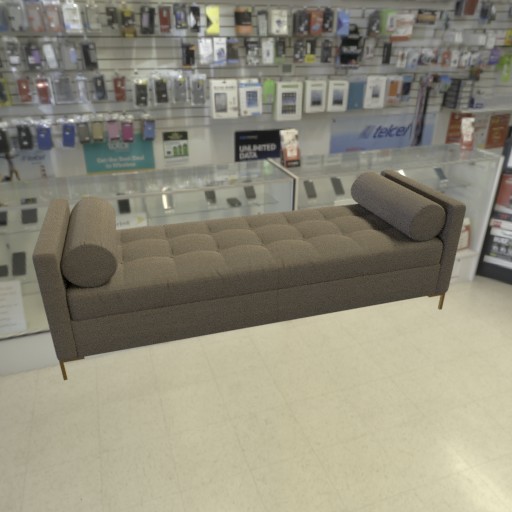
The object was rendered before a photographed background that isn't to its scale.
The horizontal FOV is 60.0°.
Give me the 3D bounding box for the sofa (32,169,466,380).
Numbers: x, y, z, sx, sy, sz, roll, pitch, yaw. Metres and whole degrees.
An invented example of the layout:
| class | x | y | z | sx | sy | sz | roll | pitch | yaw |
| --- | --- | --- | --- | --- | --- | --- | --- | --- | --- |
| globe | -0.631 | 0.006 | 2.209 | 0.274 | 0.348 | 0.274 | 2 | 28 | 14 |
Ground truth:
| class | x | y | z | sx | sy | sz | roll | pitch | yaw |
| --- | --- | --- | --- | --- | --- | --- | --- | --- | --- |
| sofa | 0.000 | 0.000 | 2.350 | 1.981 | 0.635 | 0.686 | -8 | 27 | -15 |
